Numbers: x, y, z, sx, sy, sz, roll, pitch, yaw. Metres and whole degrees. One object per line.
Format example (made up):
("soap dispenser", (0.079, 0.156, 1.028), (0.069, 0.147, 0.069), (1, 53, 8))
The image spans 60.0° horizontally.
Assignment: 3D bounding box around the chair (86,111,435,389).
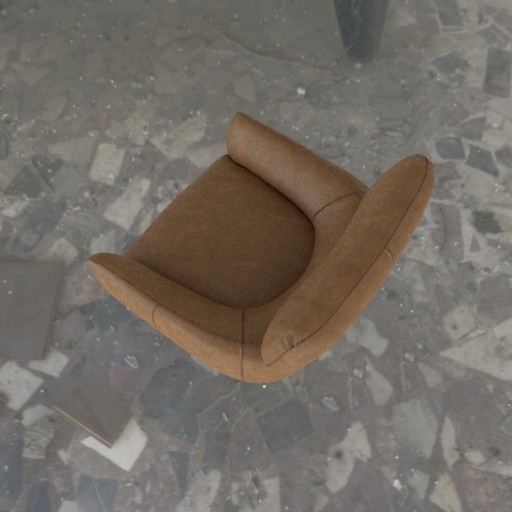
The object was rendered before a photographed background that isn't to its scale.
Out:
("chair", (0.000, 0.000, 1.343), (0.715, 0.812, 0.706), (33, 67, 16))
